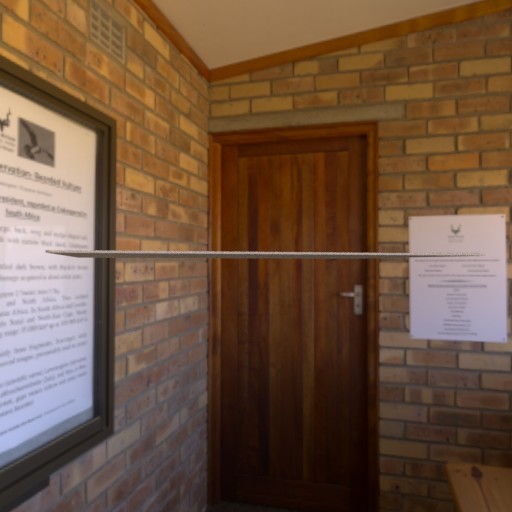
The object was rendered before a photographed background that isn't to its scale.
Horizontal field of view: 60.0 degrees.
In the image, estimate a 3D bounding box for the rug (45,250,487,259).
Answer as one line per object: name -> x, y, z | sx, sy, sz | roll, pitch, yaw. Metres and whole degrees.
rug -> 0.000, 0.000, 2.214 | 1.753, 0.008, 1.143 | 0, -1, -17
